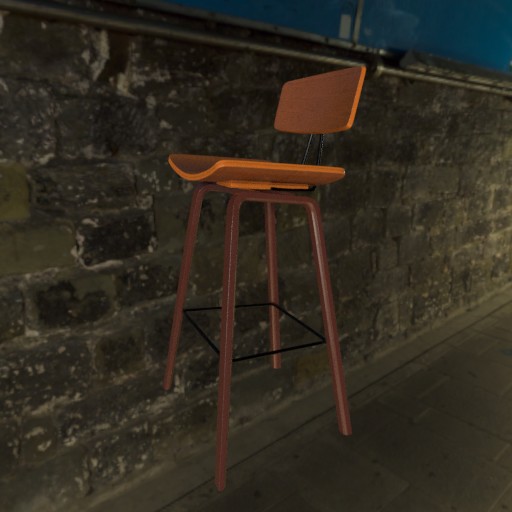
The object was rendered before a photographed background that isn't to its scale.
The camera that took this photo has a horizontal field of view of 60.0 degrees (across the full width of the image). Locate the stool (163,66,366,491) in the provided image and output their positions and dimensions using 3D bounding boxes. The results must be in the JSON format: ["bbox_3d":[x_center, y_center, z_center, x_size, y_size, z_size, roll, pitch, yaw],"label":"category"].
[{"bbox_3d":[0.000,0.000,1.228,0.440,0.969,0.509,-7,17,-25],"label":"stool"}]
